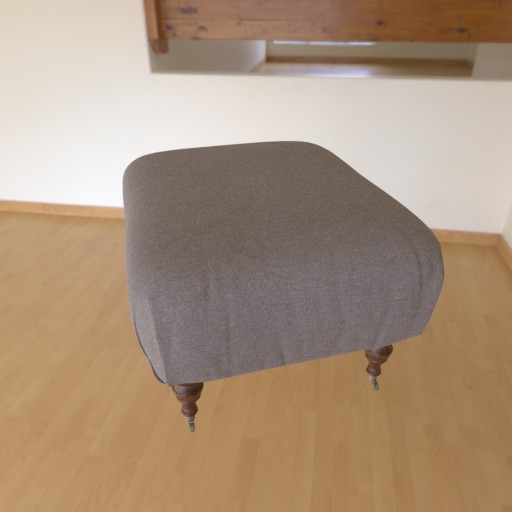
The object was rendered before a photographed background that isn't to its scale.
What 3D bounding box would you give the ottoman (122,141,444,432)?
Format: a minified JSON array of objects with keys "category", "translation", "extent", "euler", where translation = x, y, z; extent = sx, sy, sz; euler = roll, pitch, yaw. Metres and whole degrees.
[{"category":"ottoman","translation":[0.000,0.000,1.142],"extent":[0.622,0.450,0.747],"euler":[-8,31,-13]}]
